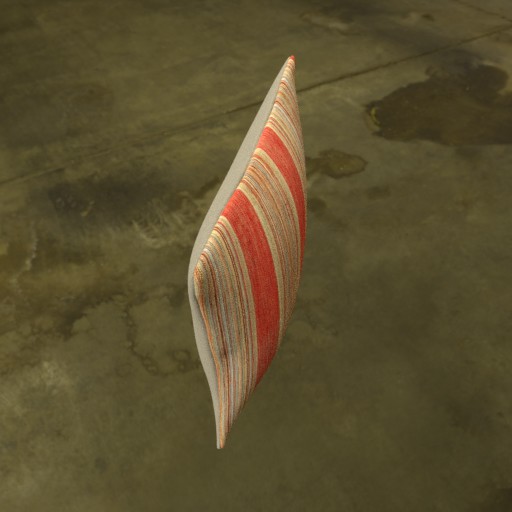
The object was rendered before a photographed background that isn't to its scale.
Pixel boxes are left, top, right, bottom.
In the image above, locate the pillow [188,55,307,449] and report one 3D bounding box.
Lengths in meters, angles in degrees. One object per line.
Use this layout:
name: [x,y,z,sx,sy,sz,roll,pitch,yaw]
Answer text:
pillow: [0.000,0.000,0.659,0.136,0.419,0.437,11,49,9]
